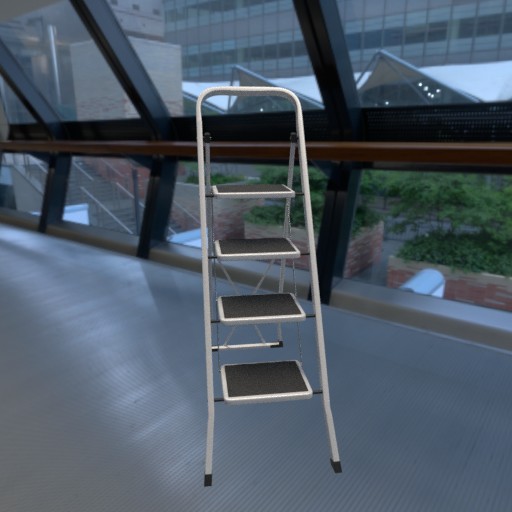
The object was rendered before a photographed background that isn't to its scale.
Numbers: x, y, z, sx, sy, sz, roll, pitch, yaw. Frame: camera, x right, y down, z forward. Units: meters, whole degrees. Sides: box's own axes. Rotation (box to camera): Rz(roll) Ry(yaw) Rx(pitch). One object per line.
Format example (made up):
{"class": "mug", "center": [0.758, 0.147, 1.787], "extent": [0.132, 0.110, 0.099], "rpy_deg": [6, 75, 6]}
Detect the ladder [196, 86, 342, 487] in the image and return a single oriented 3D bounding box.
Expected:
{"class": "ladder", "center": [0.000, 0.000, 1.712], "extent": [0.460, 1.265, 0.914], "rpy_deg": [-2, 16, -7]}
